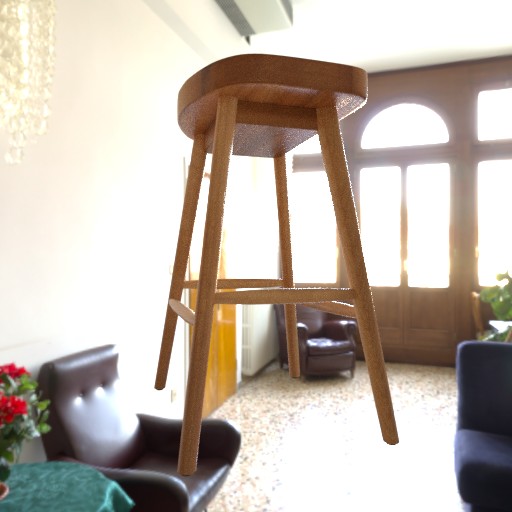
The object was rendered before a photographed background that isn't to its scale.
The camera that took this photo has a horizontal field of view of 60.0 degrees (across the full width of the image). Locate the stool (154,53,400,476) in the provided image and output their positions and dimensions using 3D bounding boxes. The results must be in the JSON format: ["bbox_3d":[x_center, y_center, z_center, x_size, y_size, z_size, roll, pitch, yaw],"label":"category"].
[{"bbox_3d":[0.000,0.000,0.873,0.361,0.615,0.440,0,0,-17],"label":"stool"}]
